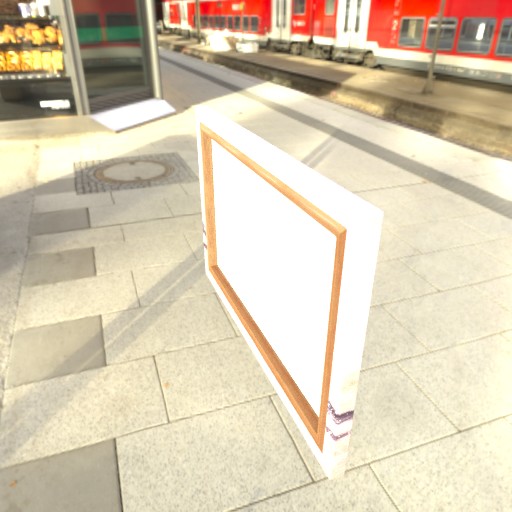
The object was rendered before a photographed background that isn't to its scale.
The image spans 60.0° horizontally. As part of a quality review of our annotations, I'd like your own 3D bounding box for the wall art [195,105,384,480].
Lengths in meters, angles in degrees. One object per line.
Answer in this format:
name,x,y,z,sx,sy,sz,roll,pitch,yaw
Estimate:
wall art,0.000,0.000,1.163,0.038,0.609,0.913,-11,31,-19
